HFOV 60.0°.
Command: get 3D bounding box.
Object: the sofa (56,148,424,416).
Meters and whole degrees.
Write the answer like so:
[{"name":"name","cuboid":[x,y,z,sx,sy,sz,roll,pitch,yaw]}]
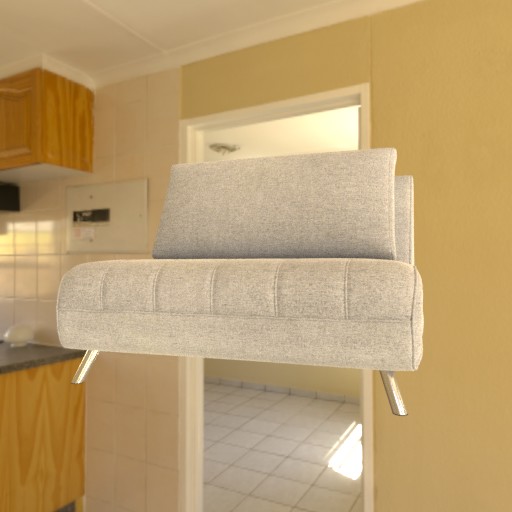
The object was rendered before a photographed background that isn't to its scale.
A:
[{"name":"sofa","cuboid":[0.000,0.000,1.780,1.220,0.910,0.910,0,-1,18]}]
